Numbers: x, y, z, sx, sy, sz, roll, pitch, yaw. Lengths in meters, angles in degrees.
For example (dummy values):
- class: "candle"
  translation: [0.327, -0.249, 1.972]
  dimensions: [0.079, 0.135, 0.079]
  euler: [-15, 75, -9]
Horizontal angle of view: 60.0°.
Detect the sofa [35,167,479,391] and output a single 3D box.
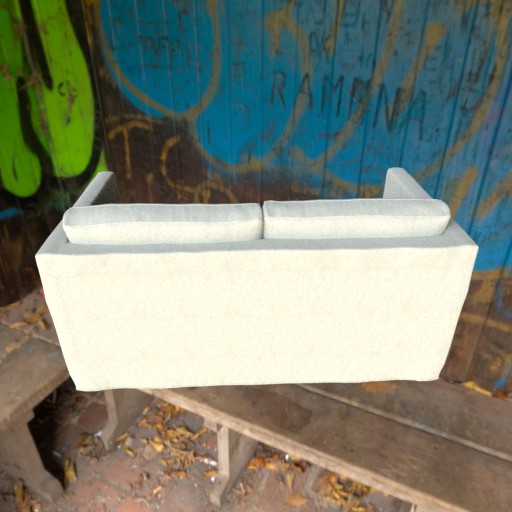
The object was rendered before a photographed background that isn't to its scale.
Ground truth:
- class: "sofa"
  translation: [0.000, 0.000, 2.215]
  dimensions: [1.727, 0.830, 0.944]
  euler: [-1, 30, -2]
